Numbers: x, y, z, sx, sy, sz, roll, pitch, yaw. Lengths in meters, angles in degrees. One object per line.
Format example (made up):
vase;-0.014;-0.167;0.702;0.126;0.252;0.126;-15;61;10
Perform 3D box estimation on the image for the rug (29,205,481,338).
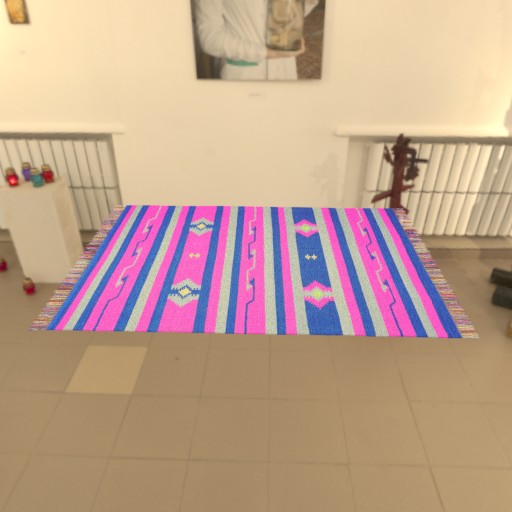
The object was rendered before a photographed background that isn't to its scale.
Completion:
rug;0.000;0.000;2.923;2.350;0.013;1.539;1;32;1
